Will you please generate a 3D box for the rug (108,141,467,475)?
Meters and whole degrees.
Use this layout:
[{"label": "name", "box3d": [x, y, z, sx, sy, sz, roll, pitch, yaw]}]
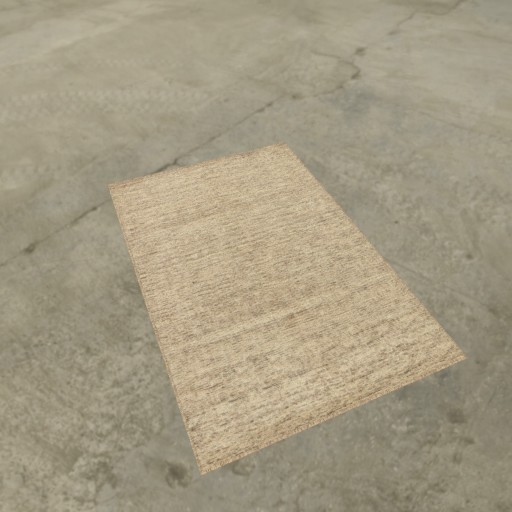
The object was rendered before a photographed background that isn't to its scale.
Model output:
[{"label": "rug", "box3d": [0.000, 0.000, 2.323, 1.211, 0.018, 1.822, -17, 49, -16]}]
